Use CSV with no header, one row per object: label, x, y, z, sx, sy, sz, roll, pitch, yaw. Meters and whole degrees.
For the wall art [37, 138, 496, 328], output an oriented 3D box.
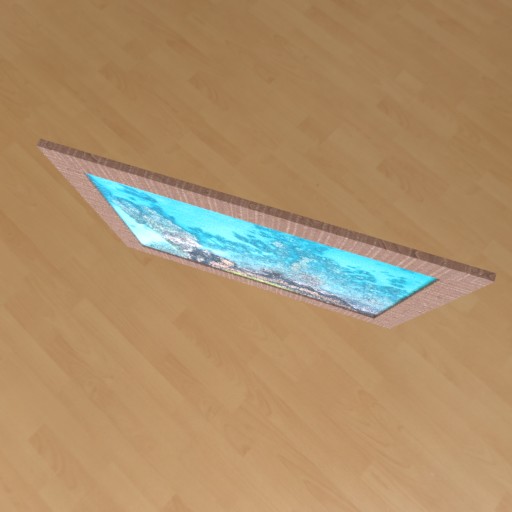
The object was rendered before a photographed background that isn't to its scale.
wall art,0.000,0.000,1.339,1.056,0.761,0.020,17,74,5
